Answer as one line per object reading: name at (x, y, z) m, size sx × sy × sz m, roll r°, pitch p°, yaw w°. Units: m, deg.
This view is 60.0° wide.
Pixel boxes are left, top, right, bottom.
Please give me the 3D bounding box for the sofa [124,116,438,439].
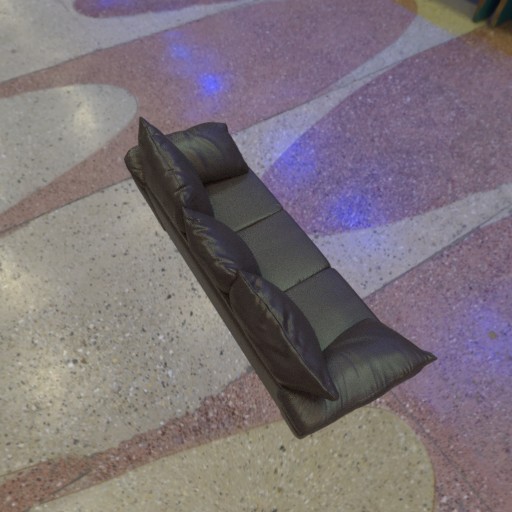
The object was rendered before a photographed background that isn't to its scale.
sofa at (0.000, 0.000, 3.004) m, size 0.907 × 1.091 × 2.390 m, roll -28°, pitch 61°, yaw -17°
